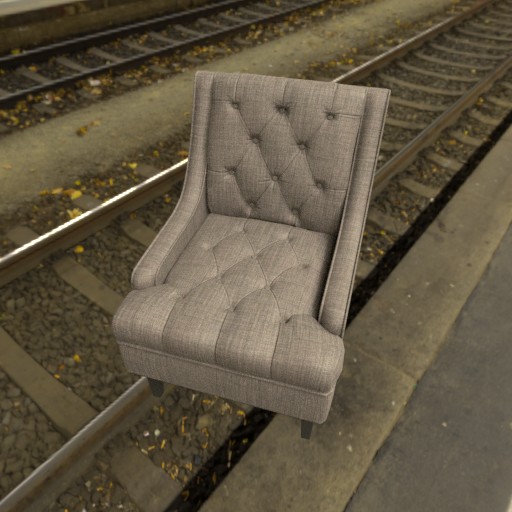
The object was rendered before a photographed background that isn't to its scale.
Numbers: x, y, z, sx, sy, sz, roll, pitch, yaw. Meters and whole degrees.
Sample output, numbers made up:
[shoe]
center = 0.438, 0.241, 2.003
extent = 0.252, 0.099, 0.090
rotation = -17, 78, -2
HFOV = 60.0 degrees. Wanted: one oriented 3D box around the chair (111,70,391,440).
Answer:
[chair]
center = 0.000, 0.000, 1.416
extent = 0.655, 0.891, 0.771
rotation = 11, 41, 13
